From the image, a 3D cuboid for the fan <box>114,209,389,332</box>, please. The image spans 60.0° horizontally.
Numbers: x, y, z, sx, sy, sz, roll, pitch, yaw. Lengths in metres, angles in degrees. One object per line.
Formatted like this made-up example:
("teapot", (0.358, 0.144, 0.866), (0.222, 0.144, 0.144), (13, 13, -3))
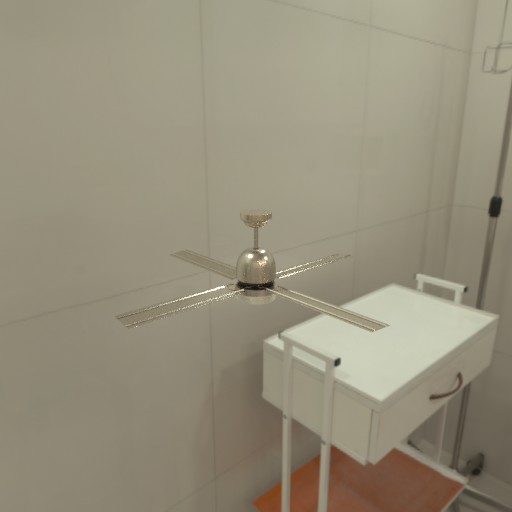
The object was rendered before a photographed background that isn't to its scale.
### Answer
("fan", (0.000, 0.000, 2.033), (1.346, 0.406, 1.346), (-15, 22, -41))
